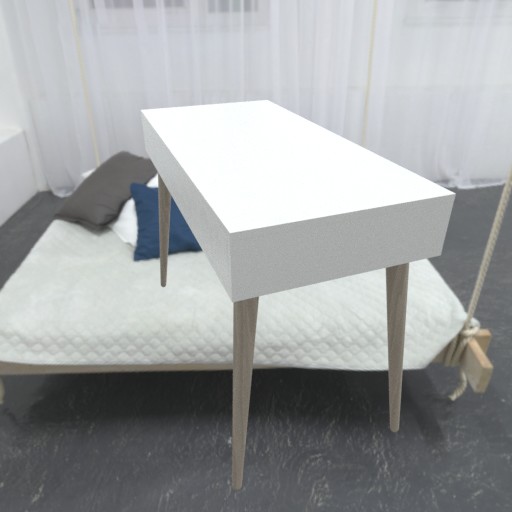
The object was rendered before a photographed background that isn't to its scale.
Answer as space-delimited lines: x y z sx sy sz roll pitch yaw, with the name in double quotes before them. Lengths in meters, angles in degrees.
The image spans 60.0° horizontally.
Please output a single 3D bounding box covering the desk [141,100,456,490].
"desk" 0.000 0.000 1.380 0.491 0.723 0.979 -11 32 -18
